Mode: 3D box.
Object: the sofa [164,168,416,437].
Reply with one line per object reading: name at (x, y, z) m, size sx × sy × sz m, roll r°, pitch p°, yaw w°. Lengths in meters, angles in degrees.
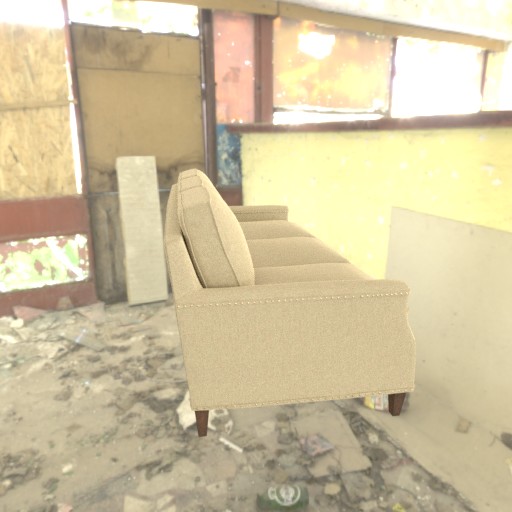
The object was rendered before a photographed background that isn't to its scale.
sofa at (0.000, 0.000, 2.852) m, size 1.084 × 1.003 × 2.246 m, roll -2°, pitch 15°, yaw -9°
